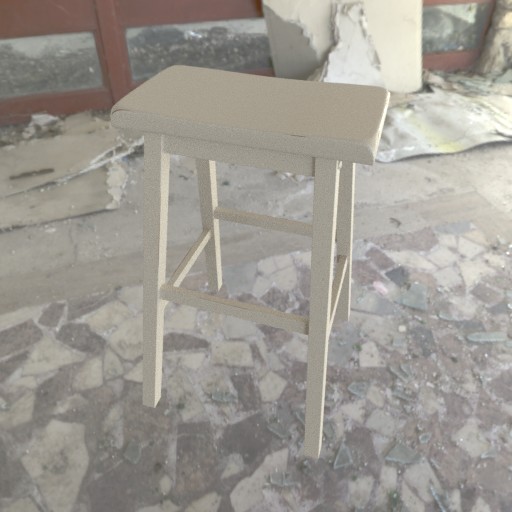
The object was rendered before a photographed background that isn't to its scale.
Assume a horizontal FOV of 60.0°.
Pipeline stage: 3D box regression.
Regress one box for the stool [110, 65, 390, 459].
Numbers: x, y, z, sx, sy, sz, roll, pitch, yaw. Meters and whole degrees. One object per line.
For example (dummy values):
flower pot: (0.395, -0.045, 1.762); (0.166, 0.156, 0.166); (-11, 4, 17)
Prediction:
stool: (0.000, 0.000, 1.016); (0.457, 0.737, 0.476); (12, 42, 14)
